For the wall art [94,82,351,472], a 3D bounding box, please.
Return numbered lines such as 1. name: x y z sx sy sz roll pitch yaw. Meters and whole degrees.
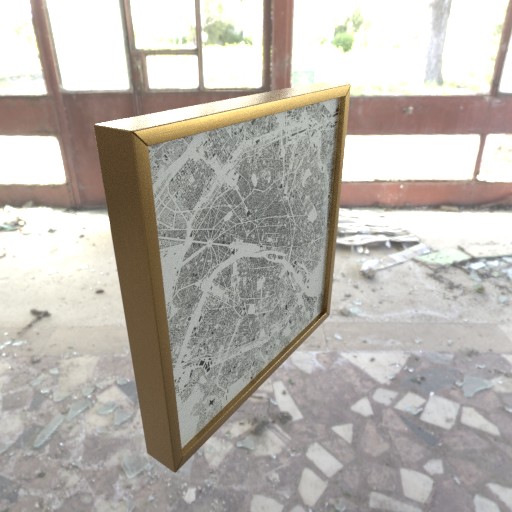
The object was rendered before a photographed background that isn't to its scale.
1. wall art: 0.000 0.000 0.451 0.037 0.305 0.305 18 32 31
